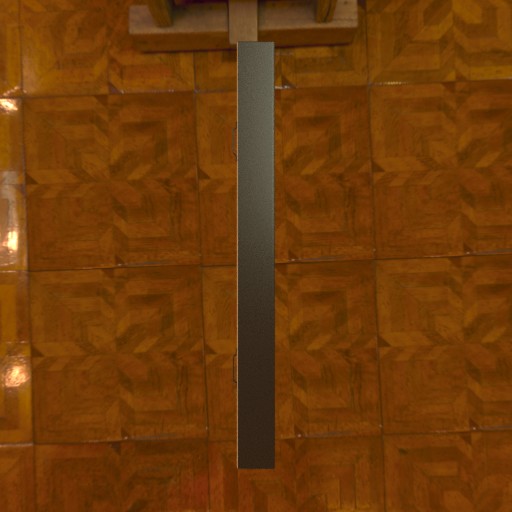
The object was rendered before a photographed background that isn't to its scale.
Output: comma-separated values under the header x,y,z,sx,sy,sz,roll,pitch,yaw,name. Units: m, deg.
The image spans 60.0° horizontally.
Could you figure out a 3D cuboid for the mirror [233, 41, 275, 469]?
x,y,z,sx,sy,sz,roll,pitch,yaw,name
0.000,0.000,0.674,0.041,0.509,0.406,0,90,0,mirror
